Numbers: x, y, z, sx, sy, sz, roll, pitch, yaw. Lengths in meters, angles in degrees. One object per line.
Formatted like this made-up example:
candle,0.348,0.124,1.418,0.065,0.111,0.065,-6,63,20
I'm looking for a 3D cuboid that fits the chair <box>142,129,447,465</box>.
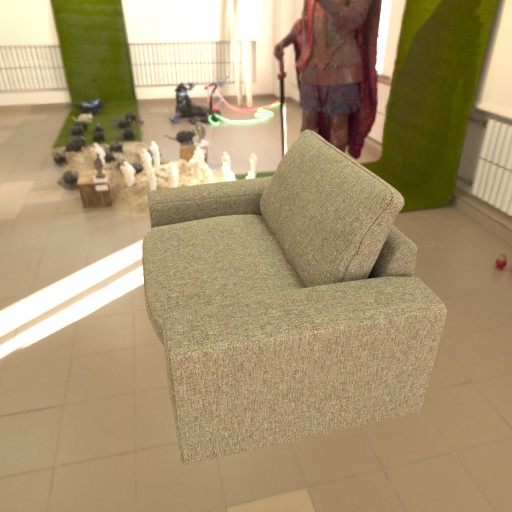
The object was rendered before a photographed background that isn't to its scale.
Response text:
chair,0.000,0.000,2.072,1.039,0.915,1.398,-7,31,-12
